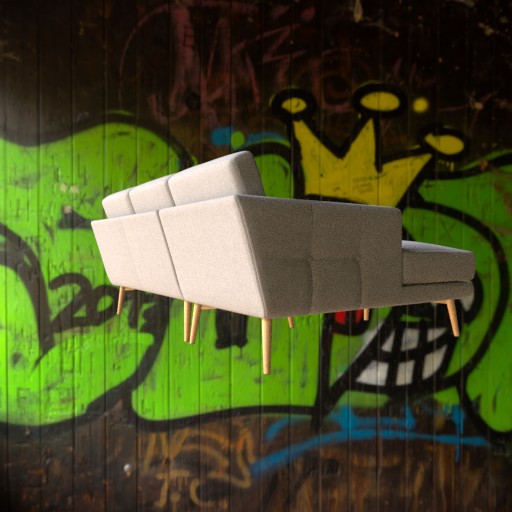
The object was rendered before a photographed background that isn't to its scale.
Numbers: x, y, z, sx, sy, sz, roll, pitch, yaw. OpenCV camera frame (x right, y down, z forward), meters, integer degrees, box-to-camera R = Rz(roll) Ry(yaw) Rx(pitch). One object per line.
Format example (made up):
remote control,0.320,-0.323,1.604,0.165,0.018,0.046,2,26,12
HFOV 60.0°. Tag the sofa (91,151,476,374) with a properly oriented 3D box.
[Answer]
sofa,0.000,0.000,2.794,1.530,0.860,2.040,-1,1,-34
